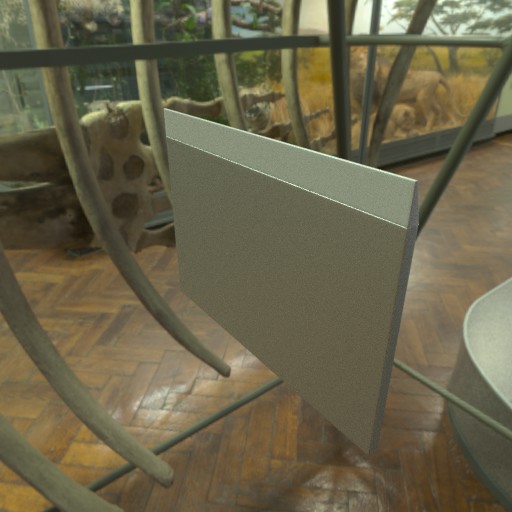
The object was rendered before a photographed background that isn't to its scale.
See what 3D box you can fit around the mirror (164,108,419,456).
[{"bbox_3d":[0.000,0.000,1.152,0.030,0.630,0.870,-19,33,-32],"label":"mirror"}]
